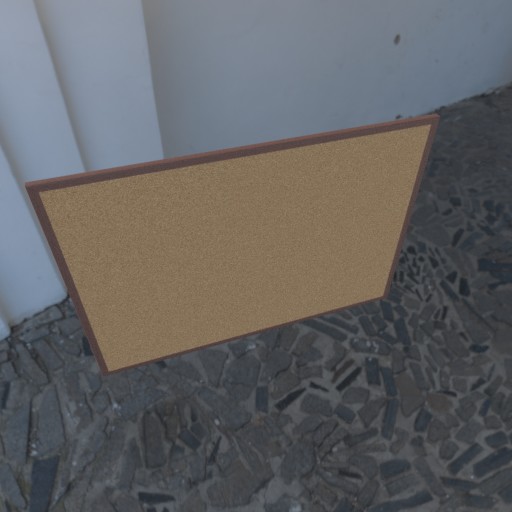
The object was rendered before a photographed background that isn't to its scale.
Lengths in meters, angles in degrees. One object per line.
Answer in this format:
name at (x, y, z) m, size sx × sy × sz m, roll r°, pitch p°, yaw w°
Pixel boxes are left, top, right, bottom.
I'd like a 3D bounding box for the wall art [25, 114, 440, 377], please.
wall art at (0.000, 0.000, 0.831) m, size 0.660 × 0.455 × 0.014 m, roll -13°, pitch 44°, yaw -14°
